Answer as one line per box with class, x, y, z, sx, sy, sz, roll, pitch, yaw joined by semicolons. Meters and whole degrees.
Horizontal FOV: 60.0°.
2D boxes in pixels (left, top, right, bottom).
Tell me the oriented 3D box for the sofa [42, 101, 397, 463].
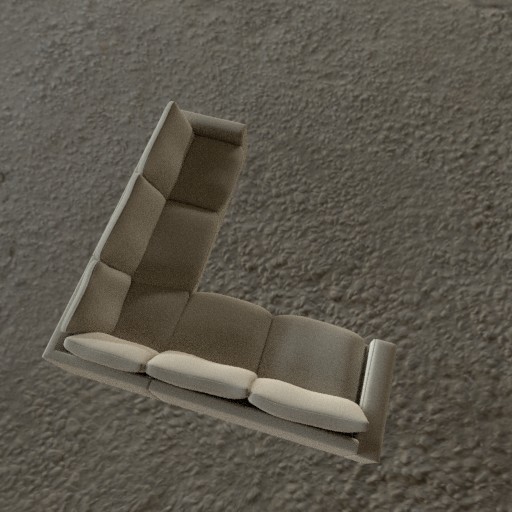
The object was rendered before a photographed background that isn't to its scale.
sofa;0.000;0.000;4.631;3.066;0.918;3.206;14;65;7
